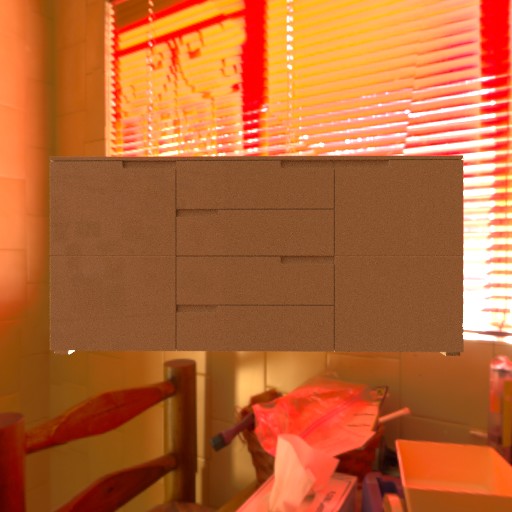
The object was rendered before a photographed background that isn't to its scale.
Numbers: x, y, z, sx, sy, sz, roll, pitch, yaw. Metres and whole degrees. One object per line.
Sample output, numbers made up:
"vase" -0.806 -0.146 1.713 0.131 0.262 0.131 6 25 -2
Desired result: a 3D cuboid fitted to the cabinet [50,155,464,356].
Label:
"cabinet" 0.000 0.000 1.968 1.650 0.800 0.400 0 0 1
